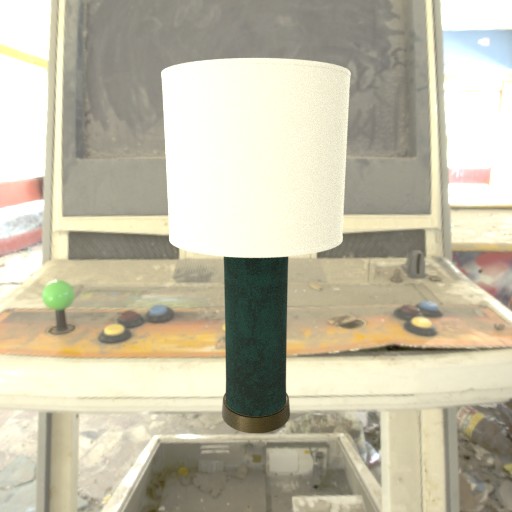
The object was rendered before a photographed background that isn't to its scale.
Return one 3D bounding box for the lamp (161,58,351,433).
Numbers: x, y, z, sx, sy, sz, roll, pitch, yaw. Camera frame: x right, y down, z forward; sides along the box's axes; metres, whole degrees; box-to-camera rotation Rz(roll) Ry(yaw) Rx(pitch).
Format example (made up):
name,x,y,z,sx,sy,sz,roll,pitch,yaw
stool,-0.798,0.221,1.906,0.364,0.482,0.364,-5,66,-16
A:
name,x,y,z,sx,sy,sz,roll,pitch,yaw
lamp,0.000,0.000,0.791,0.301,0.630,0.301,7,16,25
